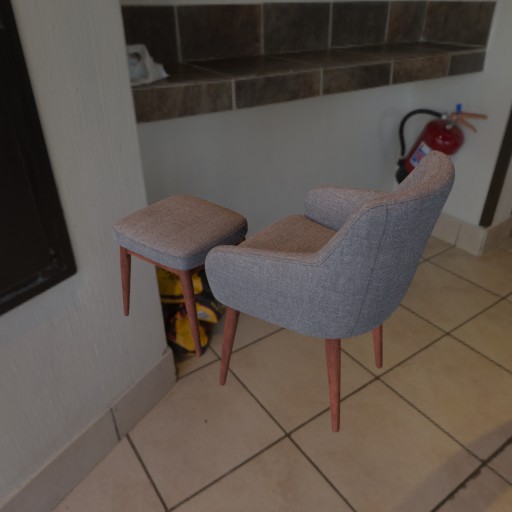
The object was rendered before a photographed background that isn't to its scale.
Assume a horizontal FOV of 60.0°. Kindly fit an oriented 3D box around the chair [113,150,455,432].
[{"bbox_3d":[0.000,0.000,1.501,1.107,0.799,0.584,21,36,31],"label":"chair"}]
